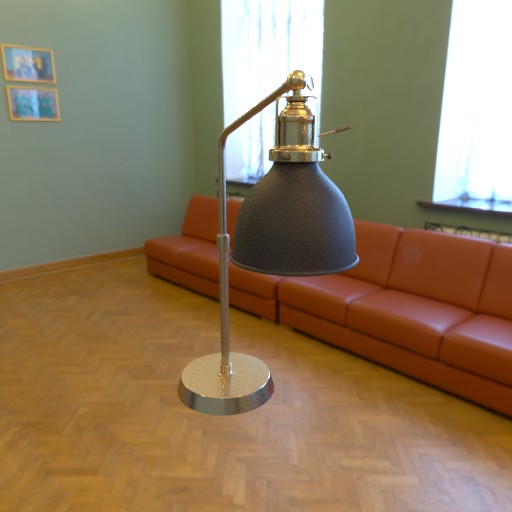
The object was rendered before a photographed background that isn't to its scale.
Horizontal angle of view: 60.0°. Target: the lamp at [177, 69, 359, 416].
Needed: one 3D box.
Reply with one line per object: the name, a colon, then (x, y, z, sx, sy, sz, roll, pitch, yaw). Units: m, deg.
lamp: (0.000, 0.000, 0.599, 0.160, 0.456, 0.291, -14, 21, -43)
